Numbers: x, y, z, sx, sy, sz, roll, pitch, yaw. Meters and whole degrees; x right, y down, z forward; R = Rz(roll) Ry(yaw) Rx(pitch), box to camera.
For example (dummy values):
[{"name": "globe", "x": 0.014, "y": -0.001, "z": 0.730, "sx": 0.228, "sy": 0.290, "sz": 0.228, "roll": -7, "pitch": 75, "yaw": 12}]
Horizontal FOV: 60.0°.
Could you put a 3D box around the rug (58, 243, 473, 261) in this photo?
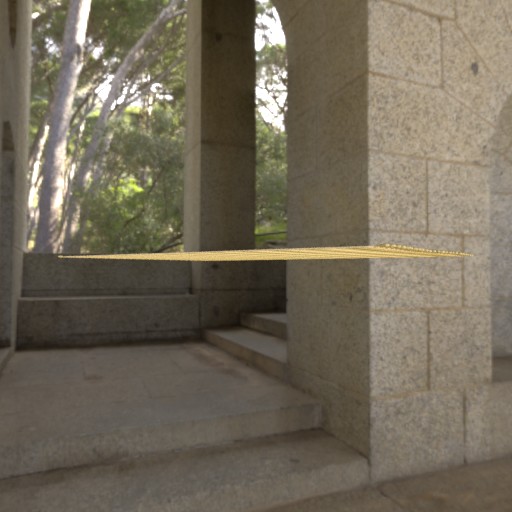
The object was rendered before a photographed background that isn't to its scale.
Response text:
[{"name": "rug", "x": 0.000, "y": 0.000, "z": 2.320, "sx": 1.875, "sy": 0.013, "sz": 1.162, "roll": -1, "pitch": -2, "yaw": 37}]
